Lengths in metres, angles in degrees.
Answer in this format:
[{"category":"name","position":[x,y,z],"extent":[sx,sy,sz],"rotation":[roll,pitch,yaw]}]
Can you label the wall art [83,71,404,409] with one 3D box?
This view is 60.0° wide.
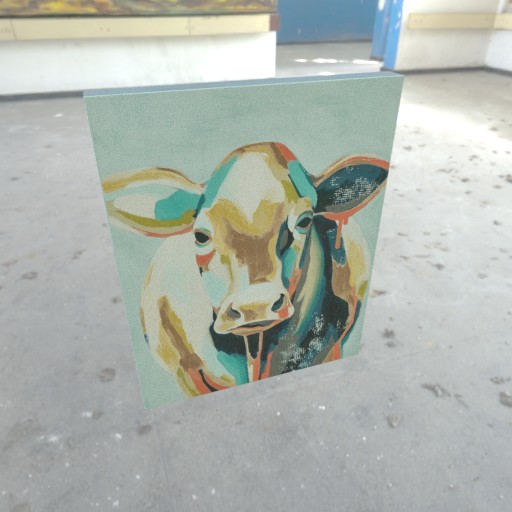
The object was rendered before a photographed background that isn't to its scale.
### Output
[{"category":"wall art","position":[0.000,0.000,0.686],"extent":[0.409,0.509,0.037],"rotation":[-10,33,-16]}]
